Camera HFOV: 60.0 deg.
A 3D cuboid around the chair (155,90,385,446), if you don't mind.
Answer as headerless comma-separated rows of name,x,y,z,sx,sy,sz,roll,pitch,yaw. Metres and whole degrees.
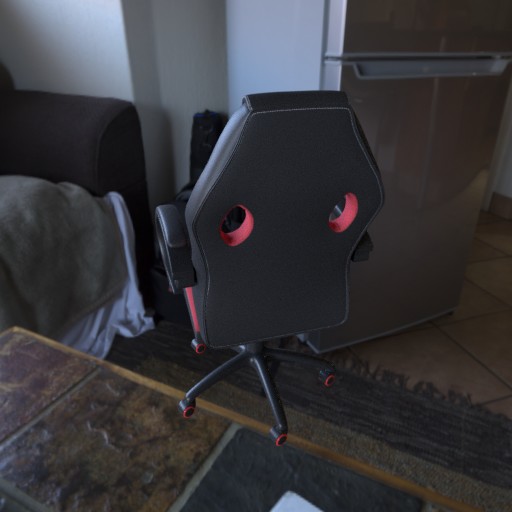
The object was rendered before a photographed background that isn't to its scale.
chair,0.000,0.000,1.588,0.673,1.187,0.724,-8,28,-15
